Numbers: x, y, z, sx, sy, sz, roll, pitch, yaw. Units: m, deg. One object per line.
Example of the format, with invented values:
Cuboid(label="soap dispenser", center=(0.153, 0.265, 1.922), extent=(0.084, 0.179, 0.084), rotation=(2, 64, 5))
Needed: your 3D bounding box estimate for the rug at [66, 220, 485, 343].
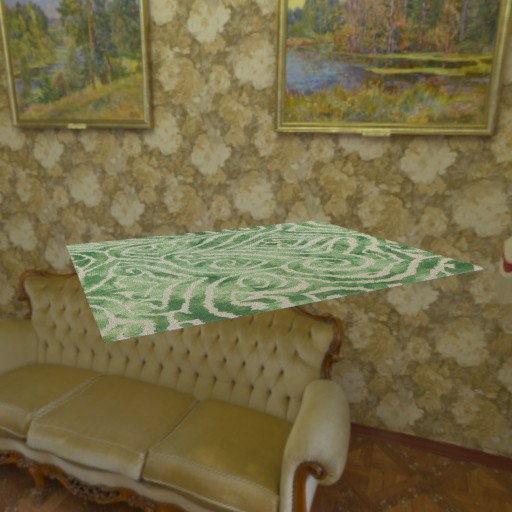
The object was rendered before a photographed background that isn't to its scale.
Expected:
Cuboid(label="rug", center=(0.000, 0.000, 4.073), extent=(3.045, 0.007, 2.436), rotation=(-8, 17, -26))
